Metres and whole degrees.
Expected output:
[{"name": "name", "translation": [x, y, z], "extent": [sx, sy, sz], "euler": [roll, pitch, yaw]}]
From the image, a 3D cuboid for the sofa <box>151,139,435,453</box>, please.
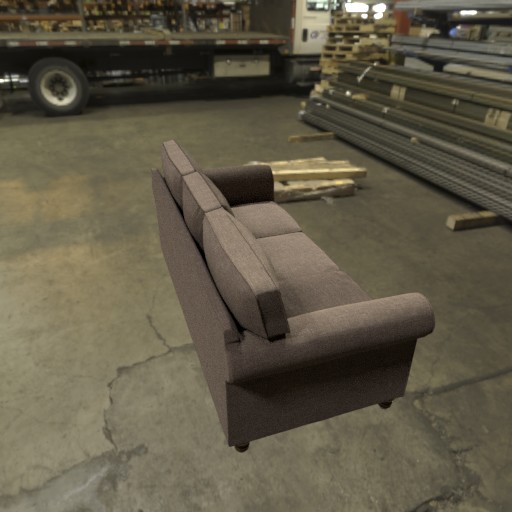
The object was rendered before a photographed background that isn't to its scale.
[{"name": "sofa", "translation": [0.000, 0.000, 2.633], "extent": [0.916, 0.961, 2.084], "euler": [-10, 31, -17]}]
